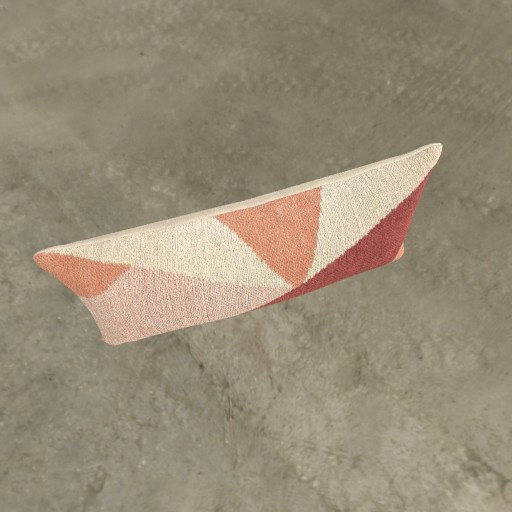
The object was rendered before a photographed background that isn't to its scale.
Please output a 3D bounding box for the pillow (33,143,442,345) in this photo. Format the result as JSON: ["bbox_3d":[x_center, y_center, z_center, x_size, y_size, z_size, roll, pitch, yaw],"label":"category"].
[{"bbox_3d":[0.000,0.000,0.741,0.609,0.292,0.155,-16,64,-8],"label":"pillow"}]
